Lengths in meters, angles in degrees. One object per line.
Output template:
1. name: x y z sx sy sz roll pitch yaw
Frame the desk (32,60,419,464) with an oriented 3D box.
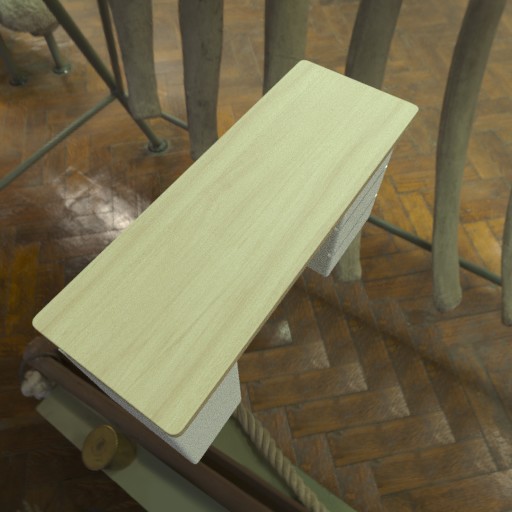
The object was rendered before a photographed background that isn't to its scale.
1. desk: 0.000 0.000 1.833 0.550 0.755 1.500 31 63 17
